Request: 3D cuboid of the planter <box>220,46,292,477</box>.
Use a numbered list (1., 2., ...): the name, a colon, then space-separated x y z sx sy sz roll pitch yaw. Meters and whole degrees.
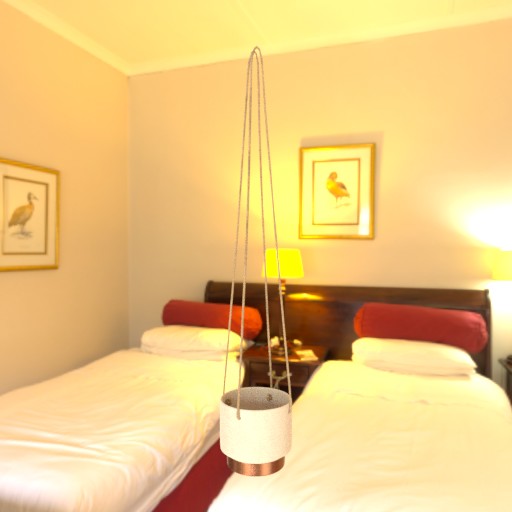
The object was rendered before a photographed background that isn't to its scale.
1. planter: 0.000 0.000 0.896 0.146 0.841 0.146 0 1 -19
